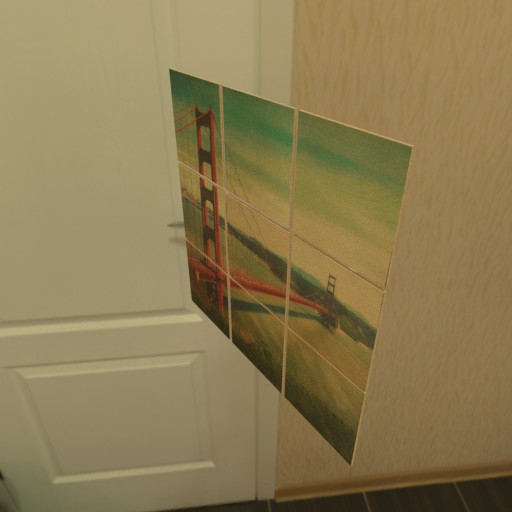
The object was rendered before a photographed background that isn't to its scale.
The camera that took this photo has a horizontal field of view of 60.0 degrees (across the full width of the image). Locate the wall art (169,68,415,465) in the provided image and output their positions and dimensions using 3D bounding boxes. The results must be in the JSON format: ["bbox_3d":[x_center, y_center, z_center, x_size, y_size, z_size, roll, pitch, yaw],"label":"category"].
[{"bbox_3d":[0.000,0.000,2.165,0.014,1.507,1.519,-21,38,-29],"label":"wall art"}]
